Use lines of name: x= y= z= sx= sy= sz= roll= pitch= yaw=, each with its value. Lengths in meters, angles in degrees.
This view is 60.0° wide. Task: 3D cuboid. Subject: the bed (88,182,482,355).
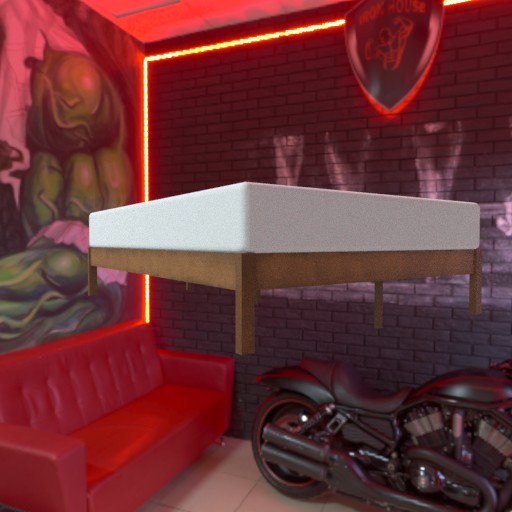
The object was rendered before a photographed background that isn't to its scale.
bed: x=0.000 y=0.000 z=2.774 sx=1.529 sy=0.593 sz=2.050 roll=-1 pitch=2 yaw=-35
